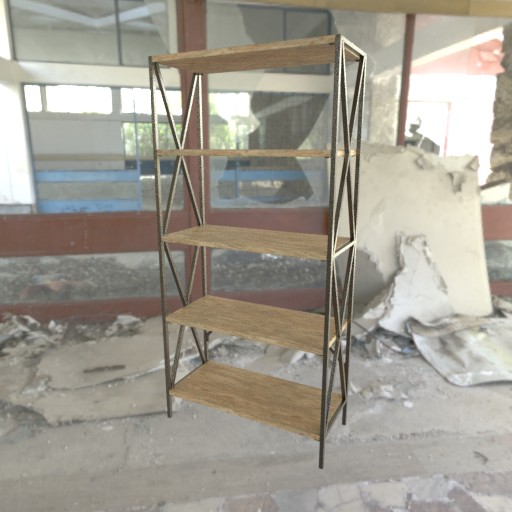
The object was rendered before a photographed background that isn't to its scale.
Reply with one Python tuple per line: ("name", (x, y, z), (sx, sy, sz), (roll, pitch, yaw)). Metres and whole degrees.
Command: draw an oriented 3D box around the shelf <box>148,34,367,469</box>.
("shelf", (0.000, 0.000, 2.148), (0.874, 1.803, 0.386), (7, 15, 26))
